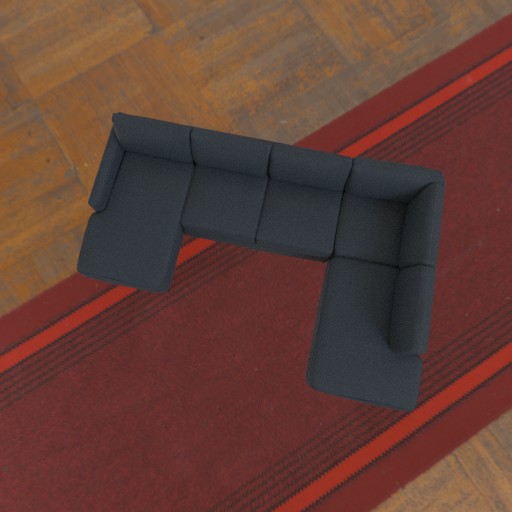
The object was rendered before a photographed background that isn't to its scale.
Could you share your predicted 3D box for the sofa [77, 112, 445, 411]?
[{"bbox_3d":[0.000,0.000,3.791,2.975,0.858,1.984,12,76,3],"label":"sofa"}]
